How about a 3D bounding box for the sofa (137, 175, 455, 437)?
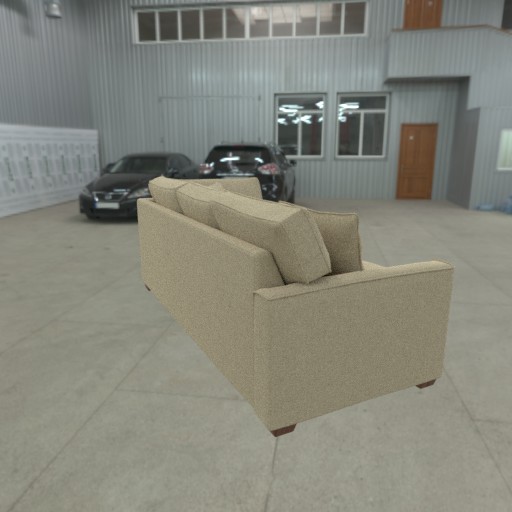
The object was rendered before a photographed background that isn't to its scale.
[{"bbox_3d":[0.000,0.000,2.915,1.061,0.962,2.317,-7,15,-26],"label":"sofa"}]
